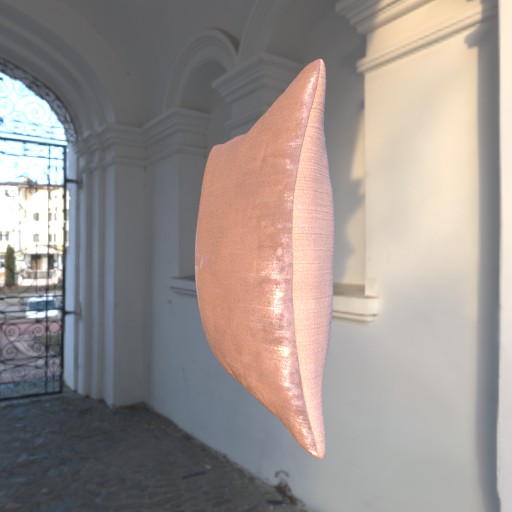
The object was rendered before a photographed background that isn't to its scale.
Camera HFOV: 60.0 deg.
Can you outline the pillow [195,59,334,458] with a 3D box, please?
[{"bbox_3d":[0.000,0.000,0.726,0.175,0.464,0.470,0,0,-19],"label":"pillow"}]
